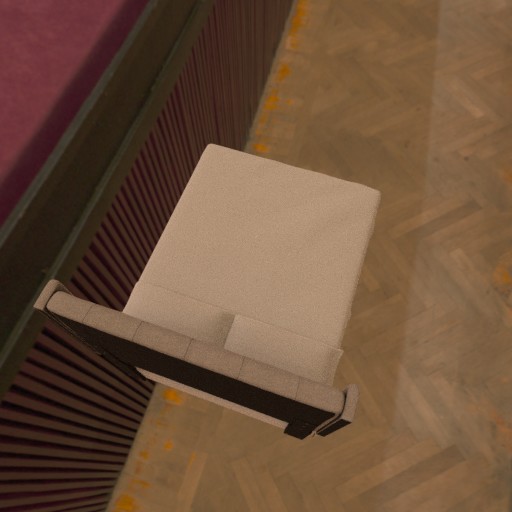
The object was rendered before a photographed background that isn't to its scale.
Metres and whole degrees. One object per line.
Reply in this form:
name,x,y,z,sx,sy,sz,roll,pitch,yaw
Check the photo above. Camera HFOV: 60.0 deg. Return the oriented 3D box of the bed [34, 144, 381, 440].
bed,0.000,0.000,3.312,1.719,1.665,2.066,18,65,8
